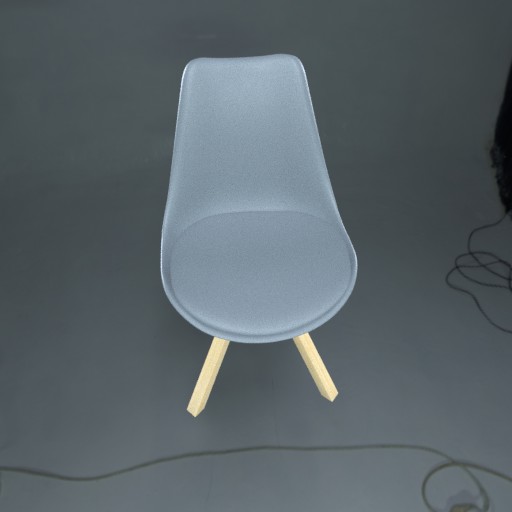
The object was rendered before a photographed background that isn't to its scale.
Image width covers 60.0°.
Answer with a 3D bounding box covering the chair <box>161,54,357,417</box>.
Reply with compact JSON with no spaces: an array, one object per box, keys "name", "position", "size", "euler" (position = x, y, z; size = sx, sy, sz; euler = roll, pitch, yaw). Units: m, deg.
[{"name":"chair","position":[0.000,0.000,1.188],"size":[0.485,0.850,0.549],"euler":[-5,47,-5]}]
